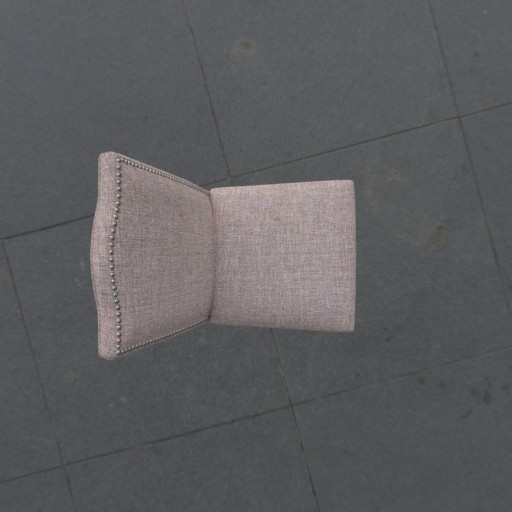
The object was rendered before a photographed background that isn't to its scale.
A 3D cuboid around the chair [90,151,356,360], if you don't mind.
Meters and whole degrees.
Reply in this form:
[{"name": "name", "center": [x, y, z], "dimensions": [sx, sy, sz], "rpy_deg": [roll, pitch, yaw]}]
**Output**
[{"name": "chair", "center": [0.000, 0.000, 1.385], "dimensions": [0.660, 1.016, 0.513], "rpy_deg": [0, 90, 0]}]
